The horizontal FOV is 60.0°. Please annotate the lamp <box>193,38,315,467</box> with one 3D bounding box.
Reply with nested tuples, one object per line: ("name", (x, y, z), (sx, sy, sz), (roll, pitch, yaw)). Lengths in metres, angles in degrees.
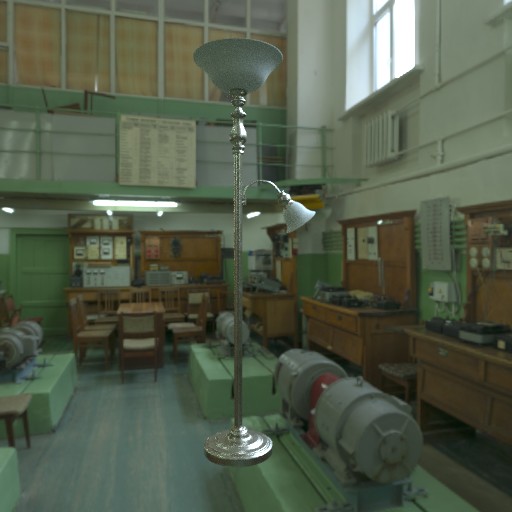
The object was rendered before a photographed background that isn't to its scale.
("lamp", (0.000, 0.000, 2.044), (0.575, 1.785, 0.405), (0, 1, -17))
